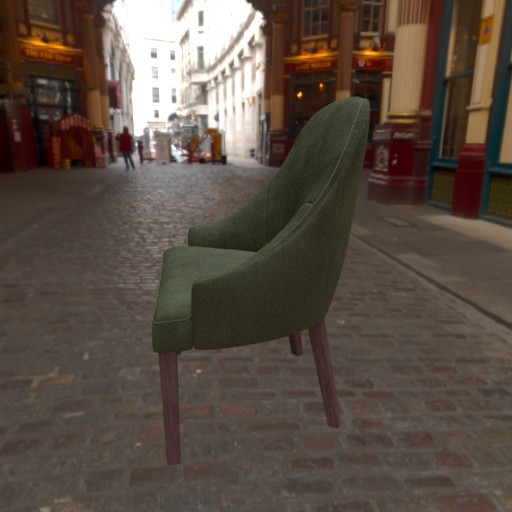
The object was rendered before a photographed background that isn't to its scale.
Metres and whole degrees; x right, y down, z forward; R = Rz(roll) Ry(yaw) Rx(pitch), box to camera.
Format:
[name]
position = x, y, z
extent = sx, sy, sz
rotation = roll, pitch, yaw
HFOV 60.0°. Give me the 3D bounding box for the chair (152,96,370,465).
[chair]
position = 0.000, 0.000, 1.308
extent = 0.575, 0.889, 0.643
rotation = -2, 15, -9
